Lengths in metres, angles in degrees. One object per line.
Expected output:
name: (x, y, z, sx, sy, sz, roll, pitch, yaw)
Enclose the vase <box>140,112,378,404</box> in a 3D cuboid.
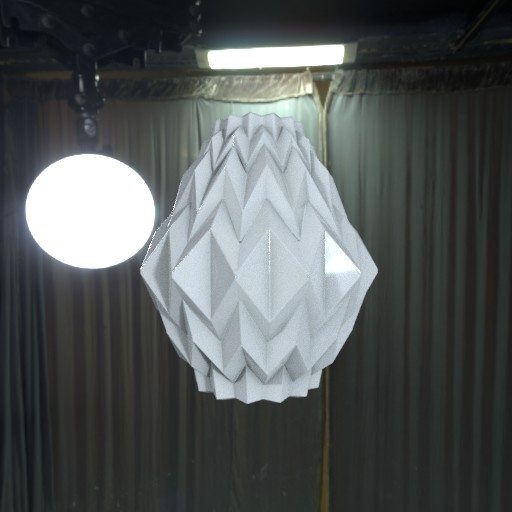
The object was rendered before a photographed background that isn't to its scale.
vase: (0.000, 0.000, 0.315, 0.164, 0.185, 0.164, 0, 1, 0)
